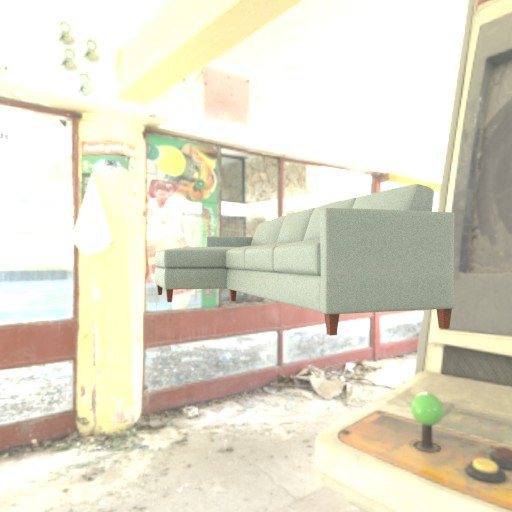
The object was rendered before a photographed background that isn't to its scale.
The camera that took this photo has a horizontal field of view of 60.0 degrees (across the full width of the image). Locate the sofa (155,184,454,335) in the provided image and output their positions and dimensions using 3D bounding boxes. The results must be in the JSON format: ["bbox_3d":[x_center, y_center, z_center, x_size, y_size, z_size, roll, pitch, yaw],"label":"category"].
[{"bbox_3d":[0.000,0.000,4.214,1.600,0.953,3.470,0,-1,-18],"label":"sofa"}]
